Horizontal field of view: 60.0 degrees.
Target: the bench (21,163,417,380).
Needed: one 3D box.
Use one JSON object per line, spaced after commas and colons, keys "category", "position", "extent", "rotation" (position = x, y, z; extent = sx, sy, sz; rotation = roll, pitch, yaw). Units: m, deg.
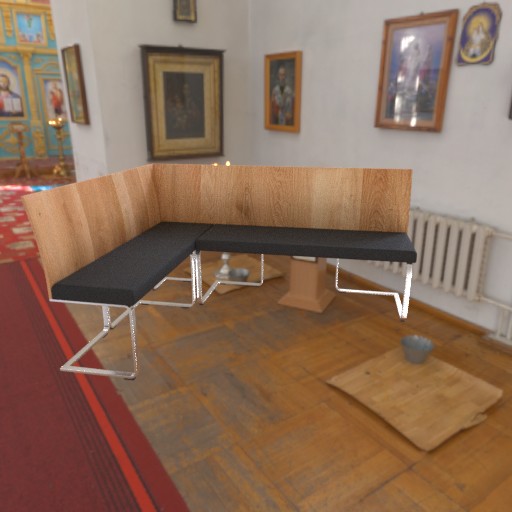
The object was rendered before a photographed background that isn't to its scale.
{"category": "bench", "position": [0.000, 0.000, 2.724], "extent": [1.945, 0.930, 1.495], "rotation": [3, 18, 10]}
